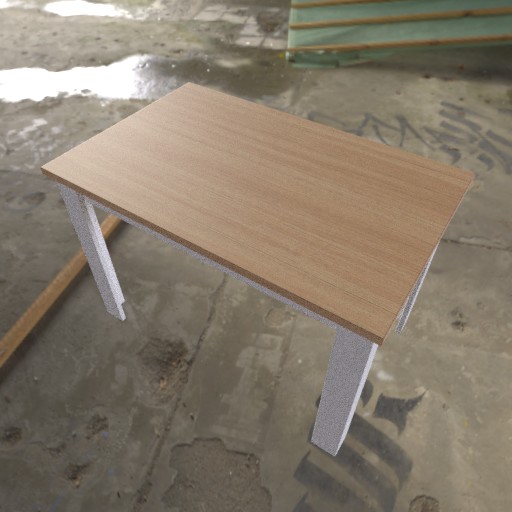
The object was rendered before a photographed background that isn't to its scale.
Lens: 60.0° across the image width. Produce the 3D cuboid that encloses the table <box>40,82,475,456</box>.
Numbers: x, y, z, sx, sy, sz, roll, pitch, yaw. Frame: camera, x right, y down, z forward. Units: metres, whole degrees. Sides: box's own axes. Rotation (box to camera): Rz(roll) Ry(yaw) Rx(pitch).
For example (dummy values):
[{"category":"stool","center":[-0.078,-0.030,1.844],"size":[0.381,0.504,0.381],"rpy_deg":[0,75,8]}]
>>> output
[{"category":"table","center":[0.000,0.000,1.587],"size":[1.100,0.734,0.700],"rpy_deg":[26,51,23]}]
